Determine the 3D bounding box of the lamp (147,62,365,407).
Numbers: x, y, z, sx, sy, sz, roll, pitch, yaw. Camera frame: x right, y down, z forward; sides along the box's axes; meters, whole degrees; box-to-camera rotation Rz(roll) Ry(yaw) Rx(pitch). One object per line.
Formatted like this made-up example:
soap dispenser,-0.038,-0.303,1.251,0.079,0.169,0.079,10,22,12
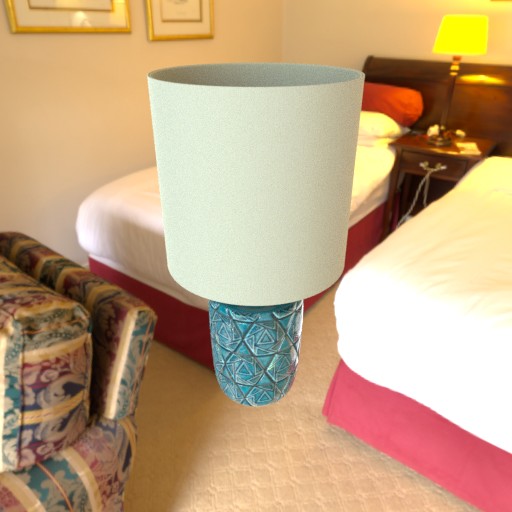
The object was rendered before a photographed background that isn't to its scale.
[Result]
lamp,0.000,0.000,0.490,0.193,0.377,0.193,0,28,0
